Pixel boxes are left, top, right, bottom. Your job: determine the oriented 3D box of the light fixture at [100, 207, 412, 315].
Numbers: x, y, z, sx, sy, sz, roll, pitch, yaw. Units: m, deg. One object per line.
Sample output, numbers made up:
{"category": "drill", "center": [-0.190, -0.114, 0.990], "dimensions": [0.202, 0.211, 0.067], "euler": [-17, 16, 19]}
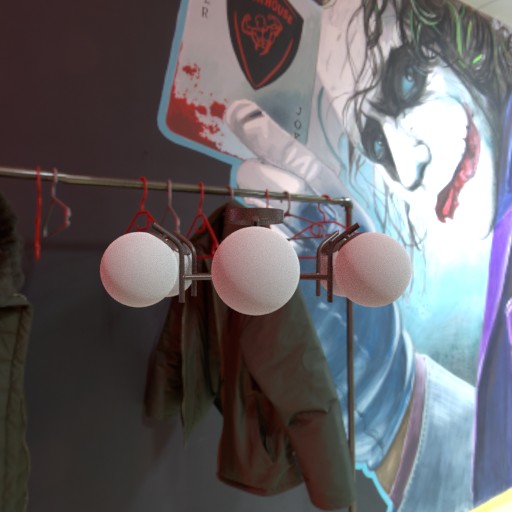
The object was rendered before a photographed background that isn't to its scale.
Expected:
{"category": "light fixture", "center": [0.000, 0.000, 0.986], "dimensions": [0.662, 0.201, 0.662], "euler": [0, -1, 0]}
